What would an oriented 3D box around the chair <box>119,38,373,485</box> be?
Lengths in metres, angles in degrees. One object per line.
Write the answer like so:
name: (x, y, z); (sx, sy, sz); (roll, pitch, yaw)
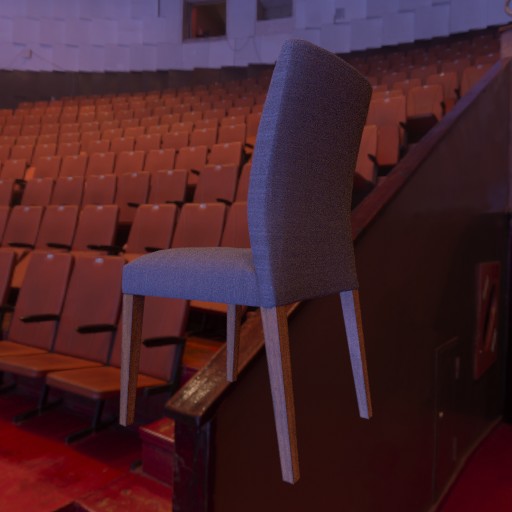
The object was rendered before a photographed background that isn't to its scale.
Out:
chair: (0.000, 0.000, 1.250); (0.585, 0.940, 0.496); (2, 3, 36)
